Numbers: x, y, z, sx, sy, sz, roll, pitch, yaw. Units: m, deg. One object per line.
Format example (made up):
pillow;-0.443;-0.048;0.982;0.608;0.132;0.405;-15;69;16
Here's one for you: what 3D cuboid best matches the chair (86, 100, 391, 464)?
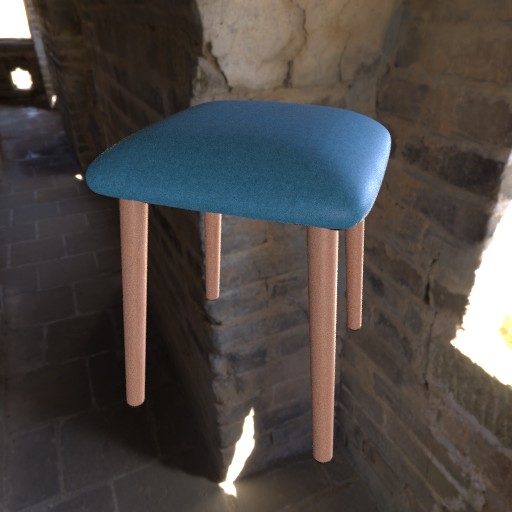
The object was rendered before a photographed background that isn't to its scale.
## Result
chair;0.000;0.000;0.715;0.360;0.450;0.360;10;31;16
